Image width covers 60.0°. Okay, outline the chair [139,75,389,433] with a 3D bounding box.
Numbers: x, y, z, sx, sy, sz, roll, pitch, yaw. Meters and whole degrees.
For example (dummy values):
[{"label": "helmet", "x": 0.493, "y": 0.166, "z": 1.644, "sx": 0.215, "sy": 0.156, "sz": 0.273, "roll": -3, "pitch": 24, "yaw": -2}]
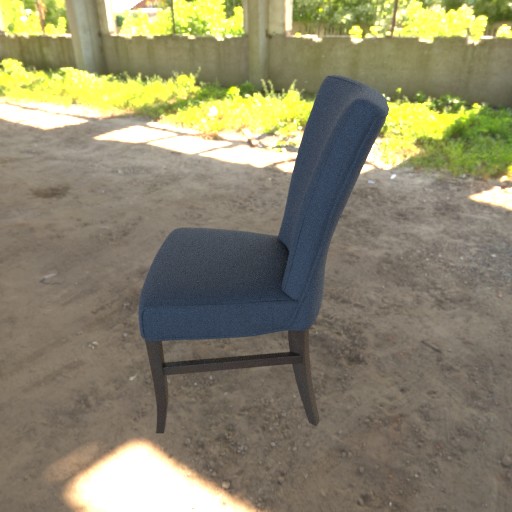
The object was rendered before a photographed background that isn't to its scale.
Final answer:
[{"label": "chair", "x": 0.000, "y": 0.000, "z": 1.359, "sx": 0.660, "sy": 0.991, "sz": 0.520, "roll": 0, "pitch": 28, "yaw": 1}]
